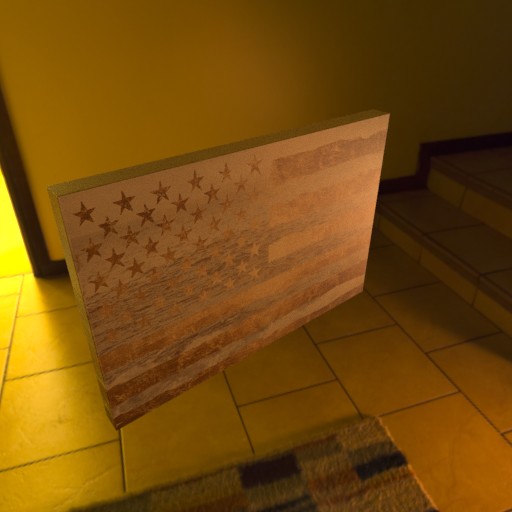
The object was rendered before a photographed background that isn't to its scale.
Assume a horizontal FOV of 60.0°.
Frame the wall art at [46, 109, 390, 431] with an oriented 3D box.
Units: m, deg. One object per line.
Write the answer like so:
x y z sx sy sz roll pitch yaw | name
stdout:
0.000 0.000 0.779 0.606 0.407 0.041 -23 38 -32 | wall art
